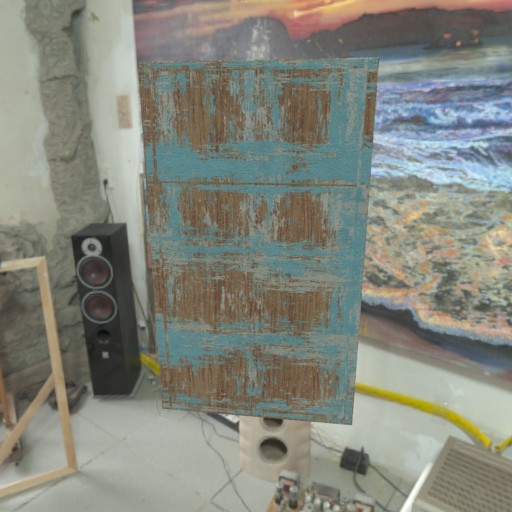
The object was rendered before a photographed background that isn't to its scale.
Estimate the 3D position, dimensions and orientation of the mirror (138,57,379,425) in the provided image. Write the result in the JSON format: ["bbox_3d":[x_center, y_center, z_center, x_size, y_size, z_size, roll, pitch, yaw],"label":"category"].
[{"bbox_3d":[0.000,0.000,1.499,0.707,1.213,0.083,2,17,8],"label":"mirror"}]
